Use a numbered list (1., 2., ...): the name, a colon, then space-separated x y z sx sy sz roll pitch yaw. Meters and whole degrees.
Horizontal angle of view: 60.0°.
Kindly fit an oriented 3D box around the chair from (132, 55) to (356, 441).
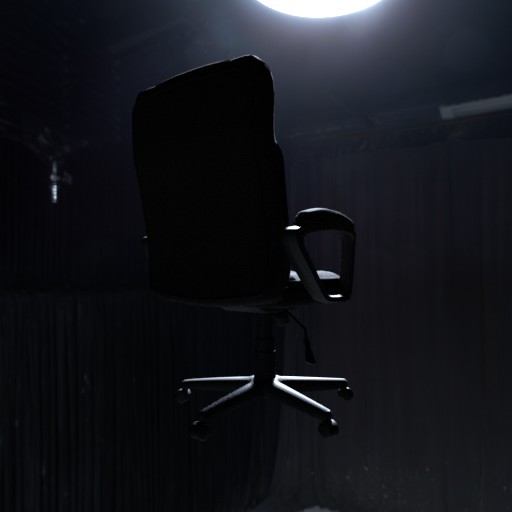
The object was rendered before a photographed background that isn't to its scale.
1. chair: 0.000 0.000 1.567 0.667 1.105 0.724 -1 -2 36
